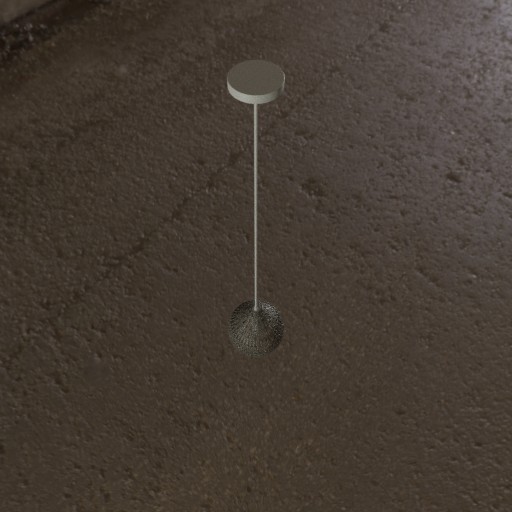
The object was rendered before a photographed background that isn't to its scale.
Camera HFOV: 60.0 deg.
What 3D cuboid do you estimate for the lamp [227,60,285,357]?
[{"bbox_3d":[0.000,0.000,2.093,0.355,1.919,0.355,1,57,1],"label":"lamp"}]
